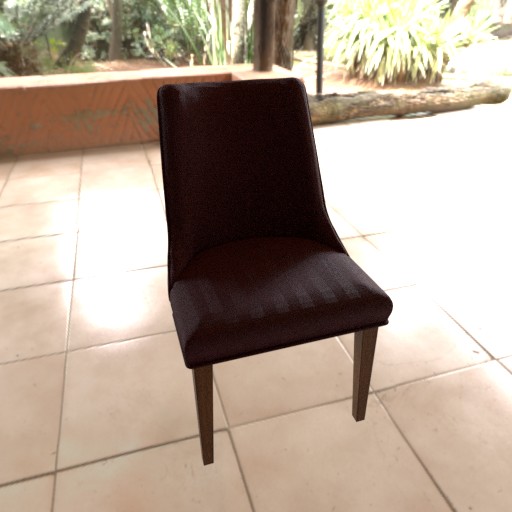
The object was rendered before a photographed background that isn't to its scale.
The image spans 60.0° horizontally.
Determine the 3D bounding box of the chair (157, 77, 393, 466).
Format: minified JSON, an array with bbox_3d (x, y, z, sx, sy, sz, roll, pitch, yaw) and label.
[{"bbox_3d":[0.000,0.000,1.317,0.548,0.916,0.638,-9,32,-15],"label":"chair"}]
